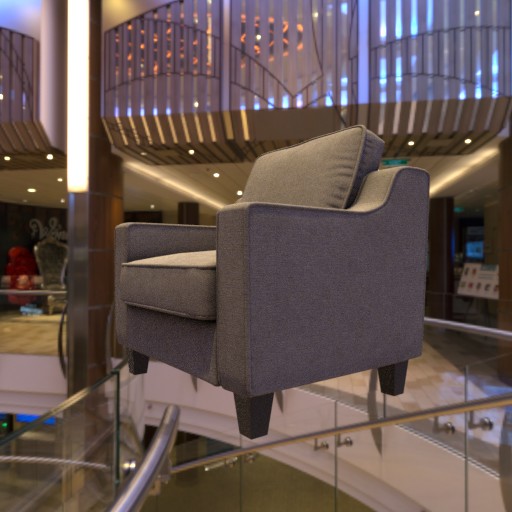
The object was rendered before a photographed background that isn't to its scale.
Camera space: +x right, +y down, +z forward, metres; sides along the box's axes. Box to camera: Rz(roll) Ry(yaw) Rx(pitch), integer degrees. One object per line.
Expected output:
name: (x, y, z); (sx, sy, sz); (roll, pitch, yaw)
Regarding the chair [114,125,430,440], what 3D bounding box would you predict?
chair: (0.000, 0.000, 1.664); (0.840, 0.944, 0.926); (0, 0, -37)
